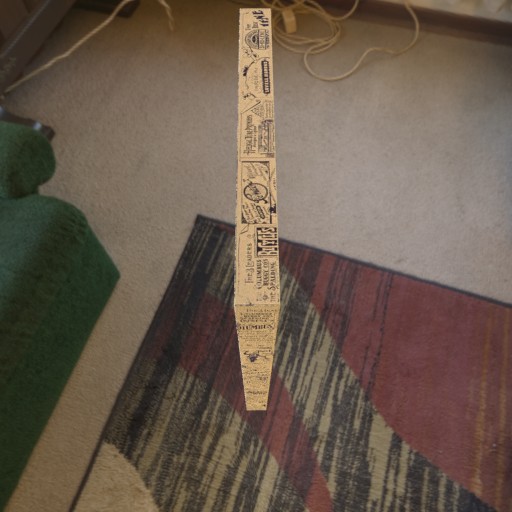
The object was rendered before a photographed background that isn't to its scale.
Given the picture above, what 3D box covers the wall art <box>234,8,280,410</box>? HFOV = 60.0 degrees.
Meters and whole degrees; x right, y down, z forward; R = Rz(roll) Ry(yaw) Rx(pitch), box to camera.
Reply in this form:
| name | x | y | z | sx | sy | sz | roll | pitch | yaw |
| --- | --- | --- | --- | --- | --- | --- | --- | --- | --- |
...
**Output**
| name | x | y | z | sx | sy | sz | roll | pitch | yaw |
| --- | --- | --- | --- | --- | --- | --- | --- | --- | --- |
| wall art | 0.000 | 0.000 | 0.744 | 0.040 | 0.601 | 0.408 | 0 | 63 | 0 |
